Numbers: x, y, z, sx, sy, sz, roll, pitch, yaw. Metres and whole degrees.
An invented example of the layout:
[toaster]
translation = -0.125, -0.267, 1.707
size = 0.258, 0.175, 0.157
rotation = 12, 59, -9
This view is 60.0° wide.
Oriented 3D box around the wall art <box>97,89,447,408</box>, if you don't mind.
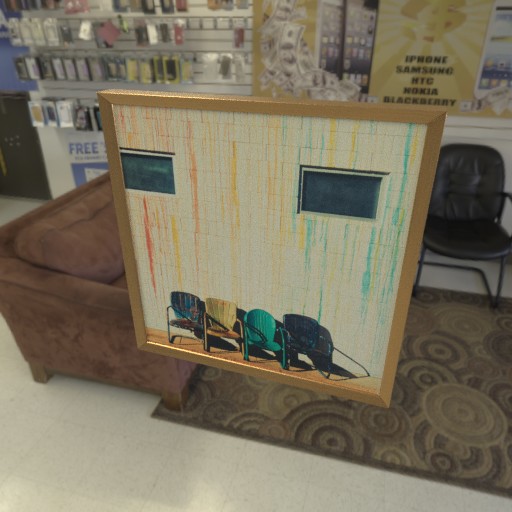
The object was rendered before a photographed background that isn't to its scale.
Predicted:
[wall art]
translation = 0.000, 0.000, 0.746
size = 0.505, 0.505, 0.037
rotation = 9, 29, 16
